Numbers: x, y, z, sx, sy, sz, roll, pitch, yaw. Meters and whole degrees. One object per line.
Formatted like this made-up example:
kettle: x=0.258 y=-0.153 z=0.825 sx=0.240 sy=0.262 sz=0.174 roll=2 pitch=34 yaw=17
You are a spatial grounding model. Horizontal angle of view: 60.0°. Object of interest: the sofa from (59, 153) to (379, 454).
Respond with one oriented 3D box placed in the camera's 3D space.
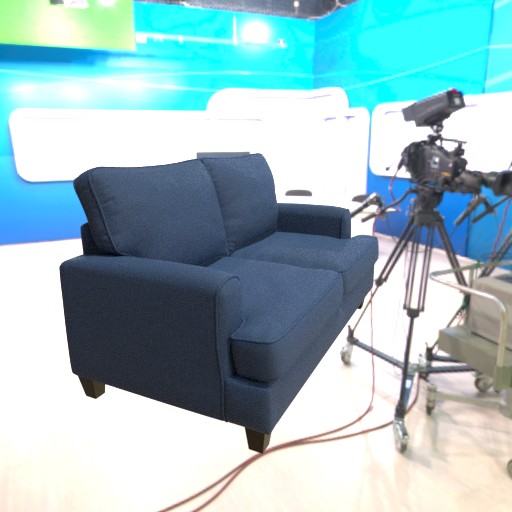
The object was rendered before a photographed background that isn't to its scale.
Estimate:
sofa: x=0.000 y=0.000 z=2.250 sx=0.965 sy=0.965 sz=1.651 roll=7 pitch=17 yaw=25
